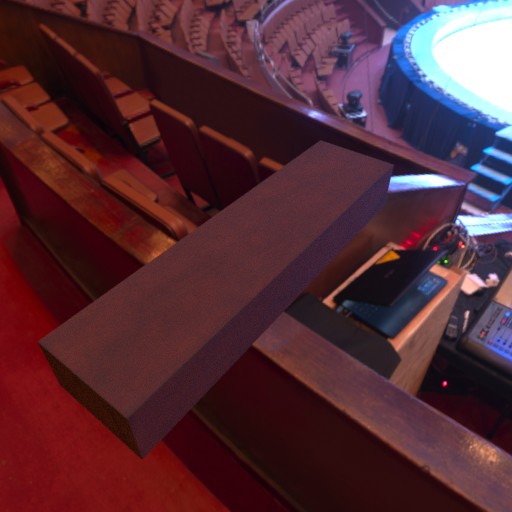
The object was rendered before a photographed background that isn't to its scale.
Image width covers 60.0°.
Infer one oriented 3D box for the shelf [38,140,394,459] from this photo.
[{"bbox_3d":[0.000,0.000,0.671,0.152,0.088,0.607,27,48,27],"label":"shelf"}]
